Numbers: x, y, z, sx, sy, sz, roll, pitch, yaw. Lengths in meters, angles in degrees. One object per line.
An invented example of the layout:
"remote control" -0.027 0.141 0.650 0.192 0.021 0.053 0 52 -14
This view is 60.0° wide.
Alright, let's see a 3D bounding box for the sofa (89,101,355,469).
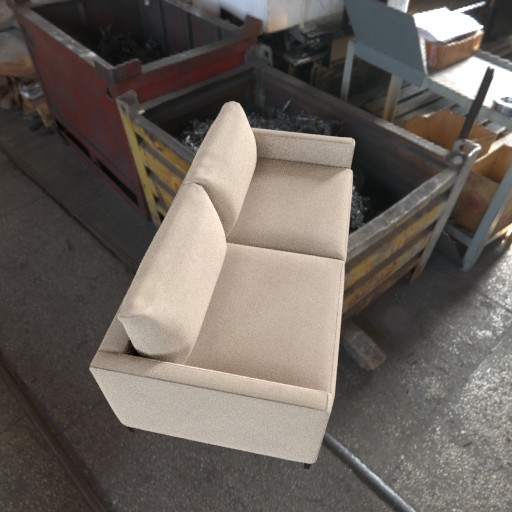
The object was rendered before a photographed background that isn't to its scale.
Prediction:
"sofa" 0.000 0.000 2.184 0.875 0.840 1.682 8 48 8
